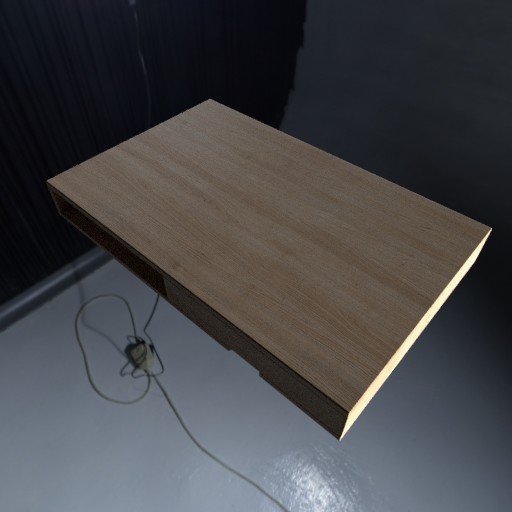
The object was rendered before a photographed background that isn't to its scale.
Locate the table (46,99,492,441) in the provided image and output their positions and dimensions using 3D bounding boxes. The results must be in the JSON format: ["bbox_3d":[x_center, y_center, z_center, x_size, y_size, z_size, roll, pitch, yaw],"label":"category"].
[{"bbox_3d":[0.000,0.000,1.439,1.100,0.440,0.700,33,55,27],"label":"table"}]
